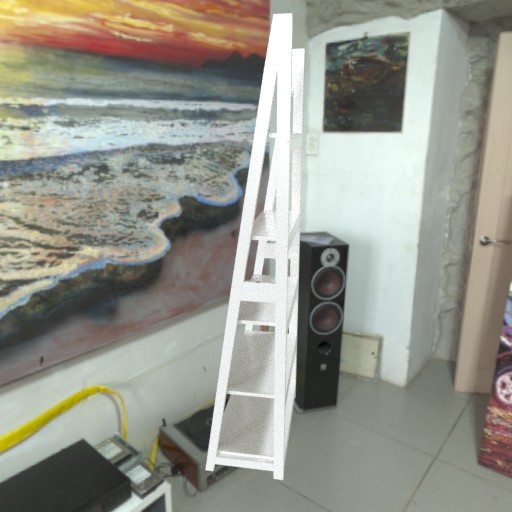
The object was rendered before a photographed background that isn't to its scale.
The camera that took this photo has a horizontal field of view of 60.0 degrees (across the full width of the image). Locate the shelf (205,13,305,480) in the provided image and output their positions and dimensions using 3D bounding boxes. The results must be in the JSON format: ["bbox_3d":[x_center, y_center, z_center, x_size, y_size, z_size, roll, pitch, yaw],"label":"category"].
[{"bbox_3d":[0.000,0.000,1.965,0.341,1.779,0.636,3,16,9],"label":"shelf"}]
